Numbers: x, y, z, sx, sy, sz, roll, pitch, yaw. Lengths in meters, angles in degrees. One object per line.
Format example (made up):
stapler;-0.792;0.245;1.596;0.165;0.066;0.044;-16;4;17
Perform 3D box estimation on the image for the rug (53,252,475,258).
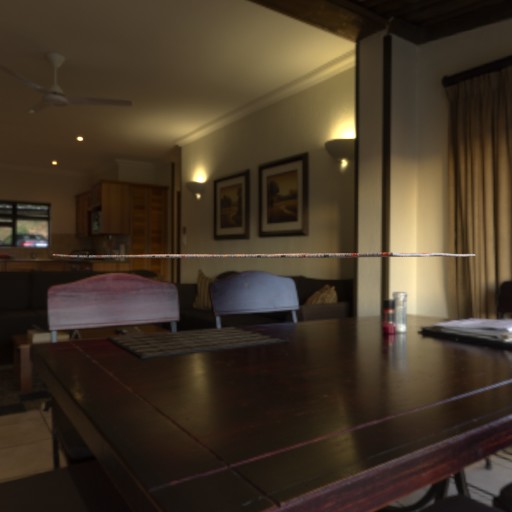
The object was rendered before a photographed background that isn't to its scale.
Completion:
rug;0.000;0.000;3.006;2.439;0.029;1.537;0;0;37
